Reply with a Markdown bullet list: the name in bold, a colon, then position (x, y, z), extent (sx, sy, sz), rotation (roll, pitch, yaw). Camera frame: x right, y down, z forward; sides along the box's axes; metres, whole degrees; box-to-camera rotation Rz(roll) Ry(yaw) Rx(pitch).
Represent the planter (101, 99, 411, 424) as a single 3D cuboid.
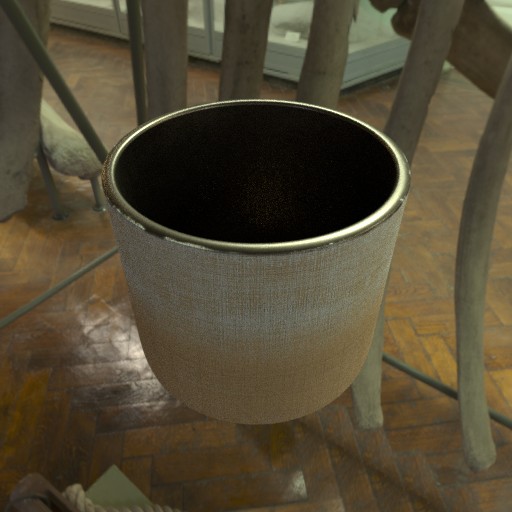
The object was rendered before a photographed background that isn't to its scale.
- **planter**: position (0.000, 0.000, 0.439), extent (0.254, 0.221, 0.254), rotation (0, 41, 0)
